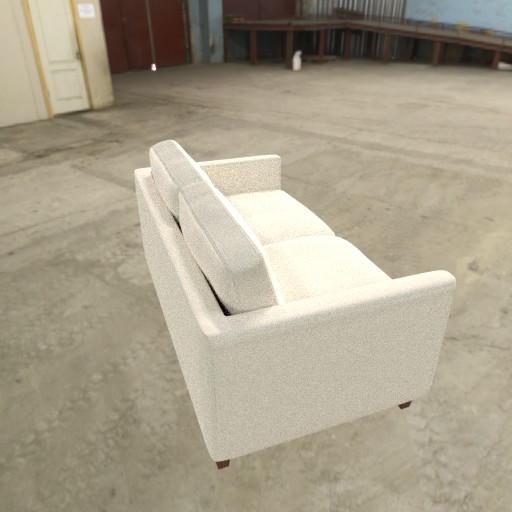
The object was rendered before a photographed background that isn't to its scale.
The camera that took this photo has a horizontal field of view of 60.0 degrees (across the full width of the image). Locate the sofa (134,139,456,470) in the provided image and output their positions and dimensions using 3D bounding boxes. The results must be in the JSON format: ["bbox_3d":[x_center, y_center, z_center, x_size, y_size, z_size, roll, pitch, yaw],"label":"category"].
[{"bbox_3d":[0.000,0.000,2.225,0.964,0.888,1.702,-10,31,-18],"label":"sofa"}]
